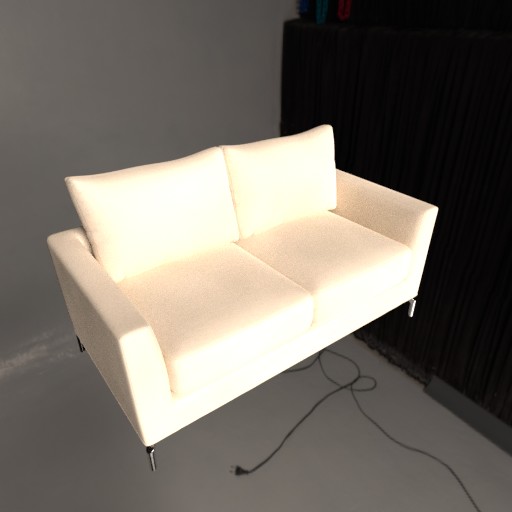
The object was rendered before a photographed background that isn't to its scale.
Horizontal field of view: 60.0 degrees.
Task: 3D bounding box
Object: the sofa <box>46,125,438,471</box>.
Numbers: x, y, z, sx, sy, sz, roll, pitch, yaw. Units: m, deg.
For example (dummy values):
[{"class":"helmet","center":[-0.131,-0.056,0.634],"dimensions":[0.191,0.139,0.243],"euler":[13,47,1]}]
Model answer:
[{"class":"sofa","center":[0.000,0.000,2.256],"dimensions":[1.739,0.995,0.906],"euler":[-21,36,-31]}]
